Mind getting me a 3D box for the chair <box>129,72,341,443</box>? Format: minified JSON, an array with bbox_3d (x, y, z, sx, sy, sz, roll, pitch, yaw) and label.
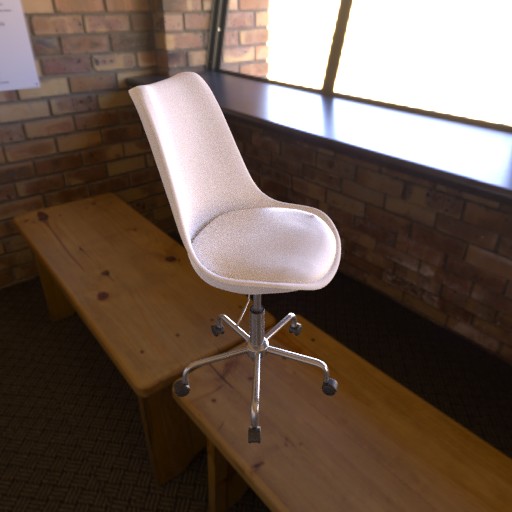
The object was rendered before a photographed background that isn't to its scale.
[{"bbox_3d":[0.000,0.000,1.270,0.550,0.930,0.550,10,32,16],"label":"chair"}]
